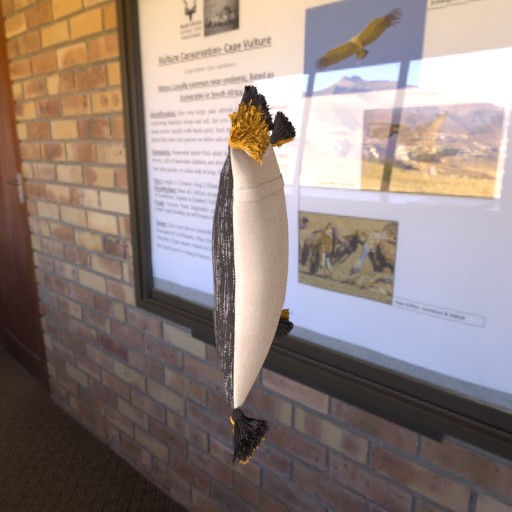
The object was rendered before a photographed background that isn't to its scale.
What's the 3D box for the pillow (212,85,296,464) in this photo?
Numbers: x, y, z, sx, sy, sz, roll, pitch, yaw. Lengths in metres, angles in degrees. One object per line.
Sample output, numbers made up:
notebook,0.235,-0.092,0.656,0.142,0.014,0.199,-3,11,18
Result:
pillow,0.000,0.000,0.979,0.139,0.659,0.654,2,14,9
